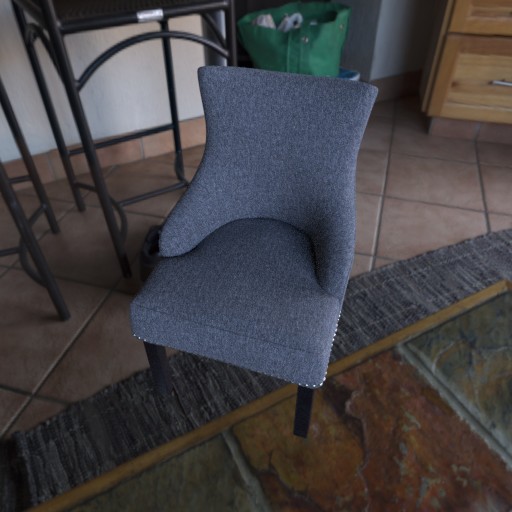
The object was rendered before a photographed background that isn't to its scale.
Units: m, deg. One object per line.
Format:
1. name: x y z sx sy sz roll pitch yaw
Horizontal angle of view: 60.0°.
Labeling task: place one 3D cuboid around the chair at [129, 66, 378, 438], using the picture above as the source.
1. chair: 0.000 0.000 1.325 0.566 0.909 0.629 12 42 14
